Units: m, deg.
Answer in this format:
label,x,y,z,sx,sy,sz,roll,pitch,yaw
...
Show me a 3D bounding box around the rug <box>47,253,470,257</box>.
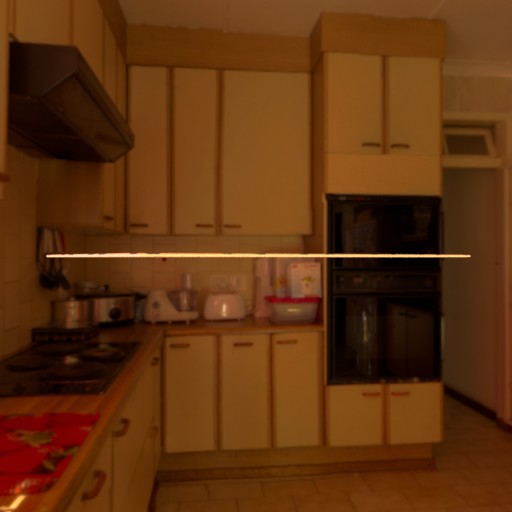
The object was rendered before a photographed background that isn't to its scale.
label,x,y,z,sx,sy,sz,roll,pitch,yaw
rug,0.000,0.000,3.808,2.910,0.021,2.211,0,0,-36
